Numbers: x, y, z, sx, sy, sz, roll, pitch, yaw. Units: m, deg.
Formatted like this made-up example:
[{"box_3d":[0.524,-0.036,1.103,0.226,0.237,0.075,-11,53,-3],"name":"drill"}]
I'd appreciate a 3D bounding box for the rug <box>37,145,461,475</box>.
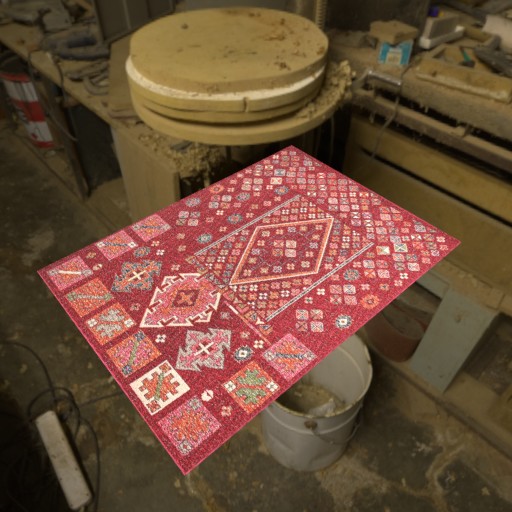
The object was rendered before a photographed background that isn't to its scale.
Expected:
[{"box_3d":[0.000,0.000,2.803,2.184,0.007,1.579,-32,53,-28],"name":"rug"}]
